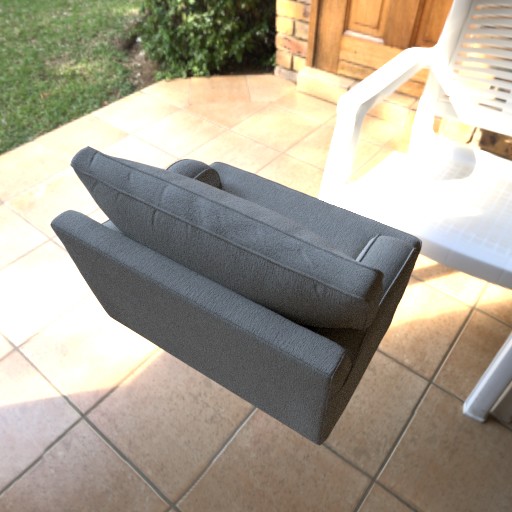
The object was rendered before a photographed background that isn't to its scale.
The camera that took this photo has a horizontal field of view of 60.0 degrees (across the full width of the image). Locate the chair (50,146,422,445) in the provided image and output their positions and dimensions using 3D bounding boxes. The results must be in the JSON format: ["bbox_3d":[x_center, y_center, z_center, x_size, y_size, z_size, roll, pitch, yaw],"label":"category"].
[{"bbox_3d":[0.000,0.000,1.950,1.220,1.016,1.041,25,51,22],"label":"chair"}]
